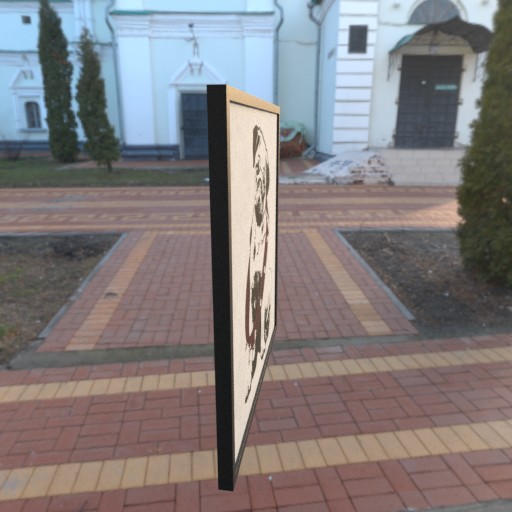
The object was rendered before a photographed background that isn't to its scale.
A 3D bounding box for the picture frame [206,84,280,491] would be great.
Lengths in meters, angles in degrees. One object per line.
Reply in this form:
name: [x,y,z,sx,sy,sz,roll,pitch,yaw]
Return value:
picture frame: [0.000,0.000,1.163,0.032,0.775,0.775,3,16,9]
